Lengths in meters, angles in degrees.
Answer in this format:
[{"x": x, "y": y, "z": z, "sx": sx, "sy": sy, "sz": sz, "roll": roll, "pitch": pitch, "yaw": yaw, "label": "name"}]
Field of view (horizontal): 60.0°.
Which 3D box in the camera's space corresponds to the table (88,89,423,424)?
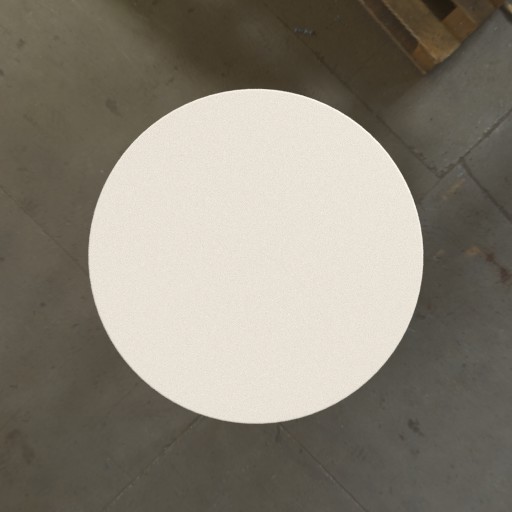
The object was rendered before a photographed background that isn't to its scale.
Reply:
[{"x": 0.000, "y": 0.000, "z": 1.431, "sx": 0.910, "sy": 0.457, "sz": 0.910, "roll": 0, "pitch": 91, "yaw": 1, "label": "table"}]
